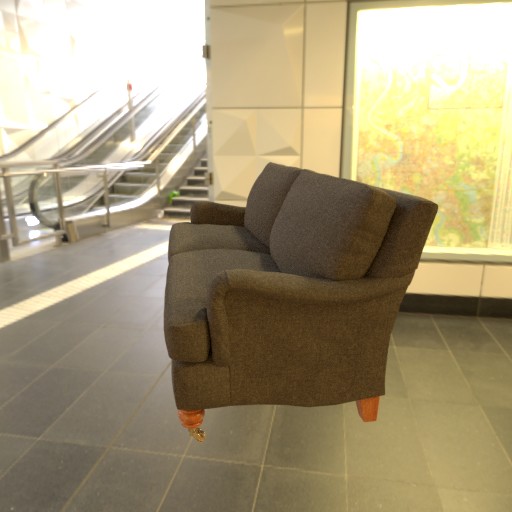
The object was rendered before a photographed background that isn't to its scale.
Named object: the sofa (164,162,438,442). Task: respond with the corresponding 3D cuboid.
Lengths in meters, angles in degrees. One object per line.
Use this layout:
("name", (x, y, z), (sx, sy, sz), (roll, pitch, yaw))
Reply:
("sofa", (0.000, 0.000, 2.733), (1.087, 1.054, 2.160), (-3, 15, -10))
